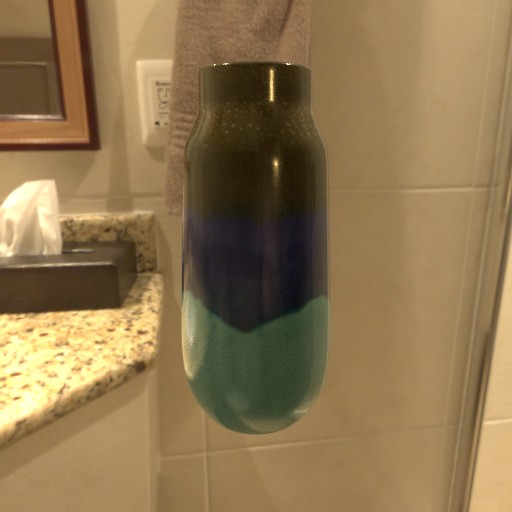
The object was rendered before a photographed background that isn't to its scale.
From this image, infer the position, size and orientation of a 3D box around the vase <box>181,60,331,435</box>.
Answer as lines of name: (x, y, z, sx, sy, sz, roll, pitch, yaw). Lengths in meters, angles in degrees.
vase: (0.000, 0.000, 0.399, 0.139, 0.313, 0.139, 0, 15, 0)
